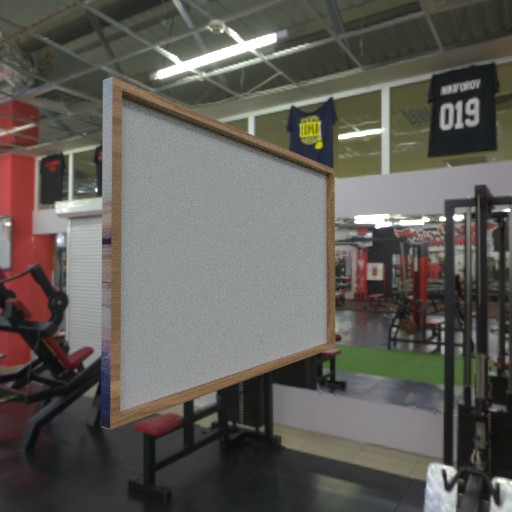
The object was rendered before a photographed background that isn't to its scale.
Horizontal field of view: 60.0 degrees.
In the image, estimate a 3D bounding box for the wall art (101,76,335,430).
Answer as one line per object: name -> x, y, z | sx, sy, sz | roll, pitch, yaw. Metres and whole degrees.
wall art -> 0.000, 0.000, 1.424 | 0.034, 0.756, 1.137 | -1, -1, 35
